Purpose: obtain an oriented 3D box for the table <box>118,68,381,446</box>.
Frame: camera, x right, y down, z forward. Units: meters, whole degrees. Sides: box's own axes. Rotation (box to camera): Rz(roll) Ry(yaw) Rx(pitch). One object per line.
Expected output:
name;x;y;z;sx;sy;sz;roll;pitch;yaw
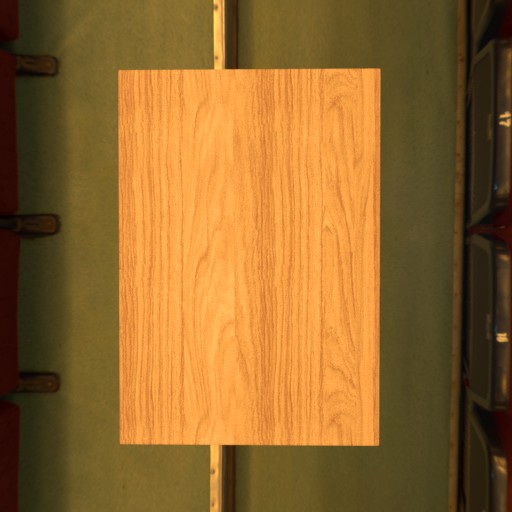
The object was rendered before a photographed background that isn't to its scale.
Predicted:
table;0.000;0.000;0.807;0.360;0.440;0.500;0;91;1
